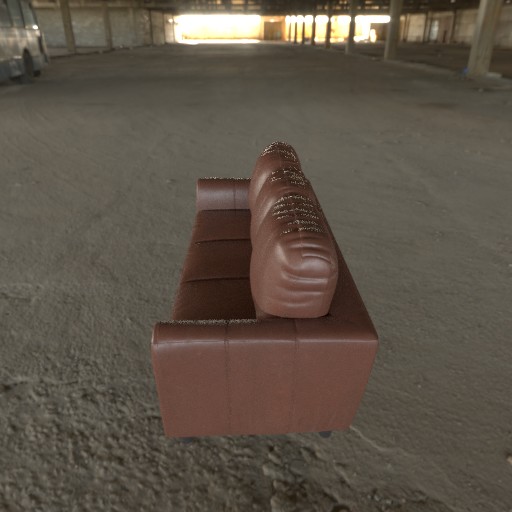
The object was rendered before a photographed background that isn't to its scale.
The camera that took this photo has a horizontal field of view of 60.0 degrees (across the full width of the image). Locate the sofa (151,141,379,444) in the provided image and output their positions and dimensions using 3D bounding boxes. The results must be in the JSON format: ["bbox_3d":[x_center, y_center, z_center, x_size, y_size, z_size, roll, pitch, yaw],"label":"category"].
[{"bbox_3d":[0.000,0.000,2.386,0.802,0.915,1.862,-1,27,-1],"label":"sofa"}]
